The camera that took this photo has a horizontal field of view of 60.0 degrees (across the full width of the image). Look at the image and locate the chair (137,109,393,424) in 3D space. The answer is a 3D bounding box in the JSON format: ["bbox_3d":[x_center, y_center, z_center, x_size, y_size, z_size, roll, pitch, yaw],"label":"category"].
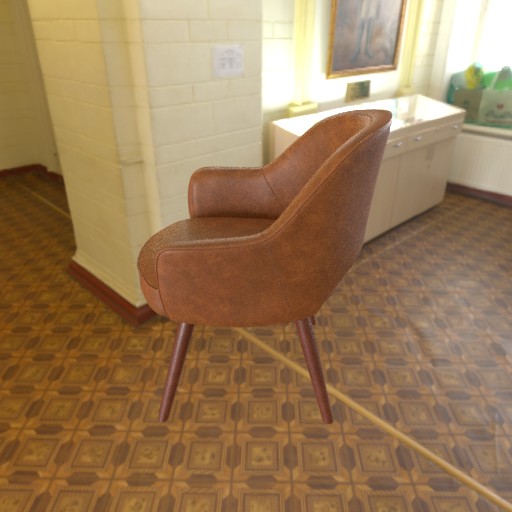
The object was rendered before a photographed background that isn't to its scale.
[{"bbox_3d":[0.000,0.000,1.232,0.640,0.777,0.591,0,27,1],"label":"chair"}]
